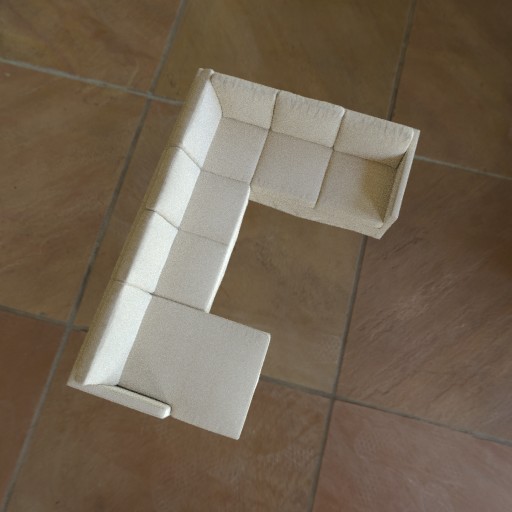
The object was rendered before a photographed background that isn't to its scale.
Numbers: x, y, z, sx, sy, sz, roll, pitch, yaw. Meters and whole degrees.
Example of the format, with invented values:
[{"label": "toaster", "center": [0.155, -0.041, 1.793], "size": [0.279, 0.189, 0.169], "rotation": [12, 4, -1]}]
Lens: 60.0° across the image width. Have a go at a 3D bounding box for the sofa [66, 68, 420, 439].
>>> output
[{"label": "sofa", "center": [0.000, 0.000, 4.456], "size": [2.448, 0.882, 3.464], "rotation": [17, 76, 4]}]
